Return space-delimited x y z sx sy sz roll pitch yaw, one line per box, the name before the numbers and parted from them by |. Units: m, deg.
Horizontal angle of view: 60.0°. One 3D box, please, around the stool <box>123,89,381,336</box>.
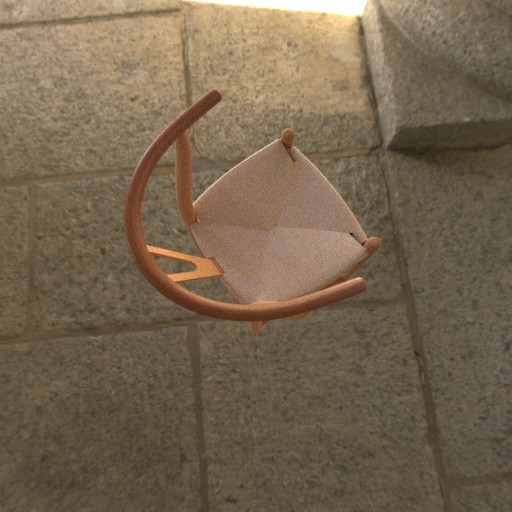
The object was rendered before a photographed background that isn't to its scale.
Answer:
stool | 0.000 0.000 1.411 0.561 1.068 0.574 -34 78 -8
